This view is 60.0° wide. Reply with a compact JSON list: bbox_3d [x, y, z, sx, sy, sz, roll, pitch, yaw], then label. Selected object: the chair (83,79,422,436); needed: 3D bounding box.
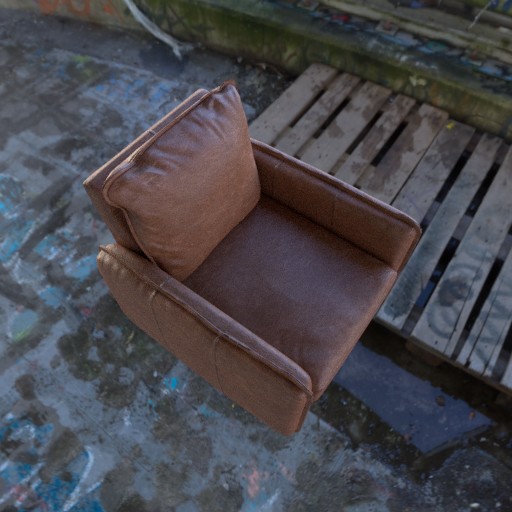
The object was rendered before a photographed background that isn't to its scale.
[{"bbox_3d":[0.000,0.000,1.632,0.922,0.922,0.830,32,63,18],"label":"chair"}]
